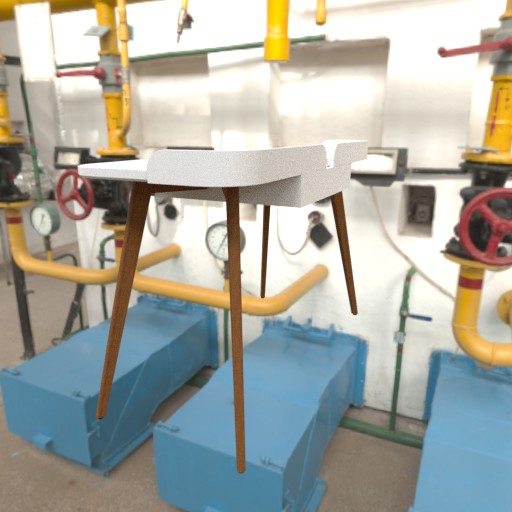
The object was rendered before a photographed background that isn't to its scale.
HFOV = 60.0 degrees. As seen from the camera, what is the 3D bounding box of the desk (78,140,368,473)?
[{"bbox_3d":[0.000,0.000,1.629,0.534,0.807,1.206,8,18,26],"label":"desk"}]
